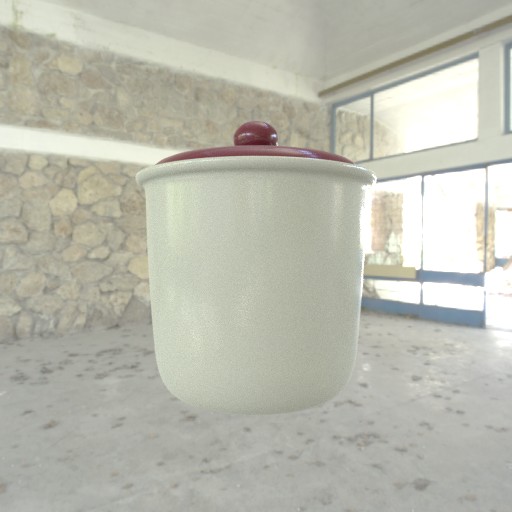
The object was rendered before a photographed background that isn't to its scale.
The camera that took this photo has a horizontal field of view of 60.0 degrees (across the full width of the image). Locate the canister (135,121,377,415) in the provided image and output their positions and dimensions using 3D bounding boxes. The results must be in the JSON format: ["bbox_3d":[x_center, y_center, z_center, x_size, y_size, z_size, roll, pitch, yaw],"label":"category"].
[{"bbox_3d":[0.000,0.000,0.347,0.182,0.208,0.182,0,1,0],"label":"canister"}]
